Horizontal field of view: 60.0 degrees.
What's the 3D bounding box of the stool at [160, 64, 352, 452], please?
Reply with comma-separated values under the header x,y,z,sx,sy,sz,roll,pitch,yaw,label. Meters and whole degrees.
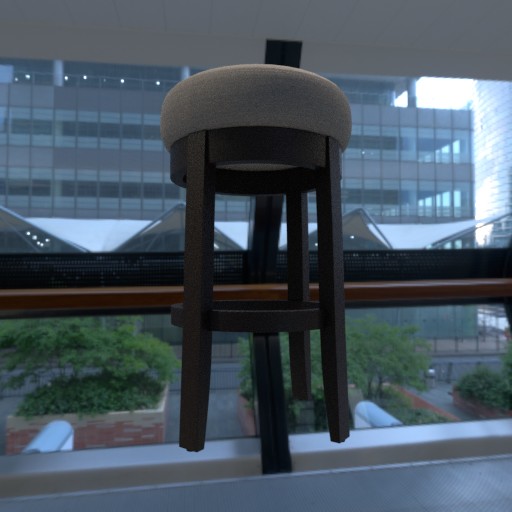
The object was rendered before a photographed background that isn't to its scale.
x,y,z,sx,sy,sz,roll,pitch,yaw,label
0.000,0.000,1.035,0.443,0.757,0.443,0,-2,0,stool
